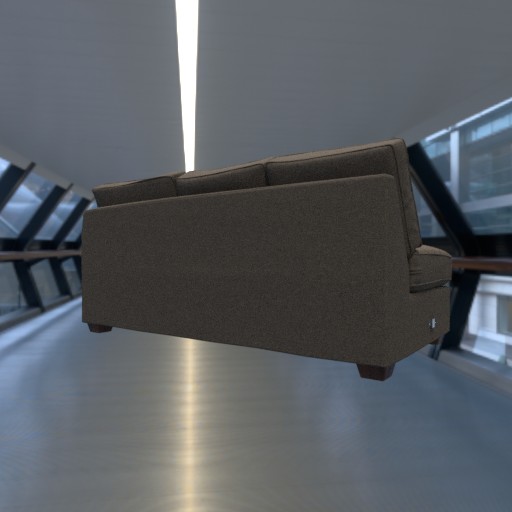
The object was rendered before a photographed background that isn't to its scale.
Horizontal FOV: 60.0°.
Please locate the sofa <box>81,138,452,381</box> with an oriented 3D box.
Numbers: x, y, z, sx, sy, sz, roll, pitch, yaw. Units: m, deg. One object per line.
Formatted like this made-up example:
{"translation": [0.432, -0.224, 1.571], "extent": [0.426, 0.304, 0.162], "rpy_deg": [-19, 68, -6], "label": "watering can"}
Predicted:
{"translation": [0.000, 0.000, 2.586], "extent": [1.963, 0.946, 1.034], "rpy_deg": [0, 0, 36], "label": "sofa"}
